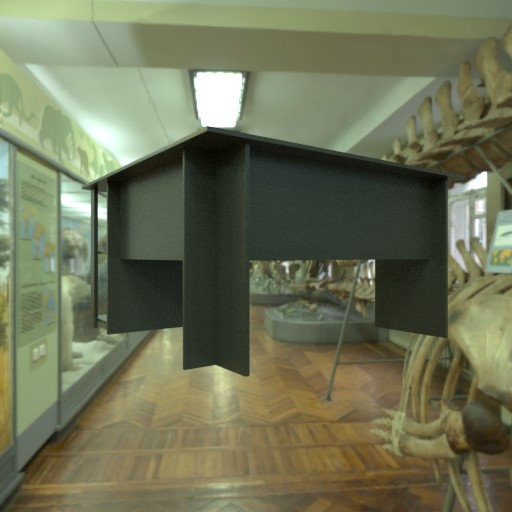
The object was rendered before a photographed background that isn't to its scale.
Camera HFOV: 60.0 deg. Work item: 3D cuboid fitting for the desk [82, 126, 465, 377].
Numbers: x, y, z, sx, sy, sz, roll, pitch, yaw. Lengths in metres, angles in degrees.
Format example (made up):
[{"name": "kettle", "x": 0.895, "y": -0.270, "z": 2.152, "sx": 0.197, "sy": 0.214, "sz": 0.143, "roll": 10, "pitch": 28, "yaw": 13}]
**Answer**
[{"name": "desk", "x": 0.000, "y": 0.000, "z": 2.137, "sx": 1.303, "sy": 0.716, "sz": 1.361, "roll": 0, "pitch": 0, "yaw": -36}]
